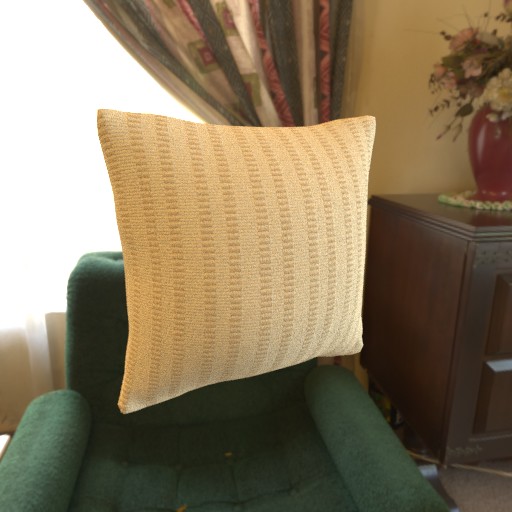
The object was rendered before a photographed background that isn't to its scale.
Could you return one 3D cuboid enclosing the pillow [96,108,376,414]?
[{"bbox_3d":[0.000,0.000,0.677,0.438,0.419,0.247,-7,16,-26],"label":"pillow"}]
